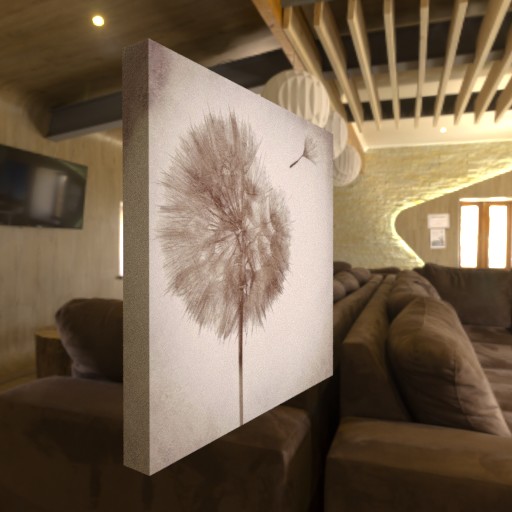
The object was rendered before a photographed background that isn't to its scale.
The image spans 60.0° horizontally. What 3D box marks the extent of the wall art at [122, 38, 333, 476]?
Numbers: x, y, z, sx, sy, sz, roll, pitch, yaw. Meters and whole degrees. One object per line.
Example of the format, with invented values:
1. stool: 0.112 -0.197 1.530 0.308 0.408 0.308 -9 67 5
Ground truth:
1. wall art: 0.000 0.000 0.440 0.028 0.303 0.303 0 1 34
